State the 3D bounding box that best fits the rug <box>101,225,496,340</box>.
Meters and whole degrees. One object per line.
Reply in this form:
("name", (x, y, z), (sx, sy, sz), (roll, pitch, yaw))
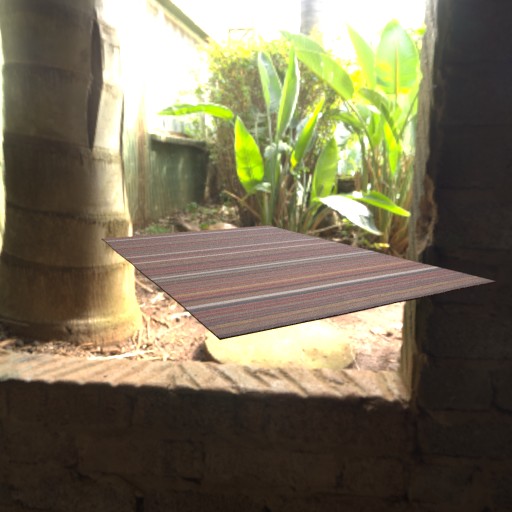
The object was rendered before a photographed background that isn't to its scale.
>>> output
("rug", (0.000, 0.000, 2.277), (1.217, 0.007, 1.828), (-6, 14, -28))
